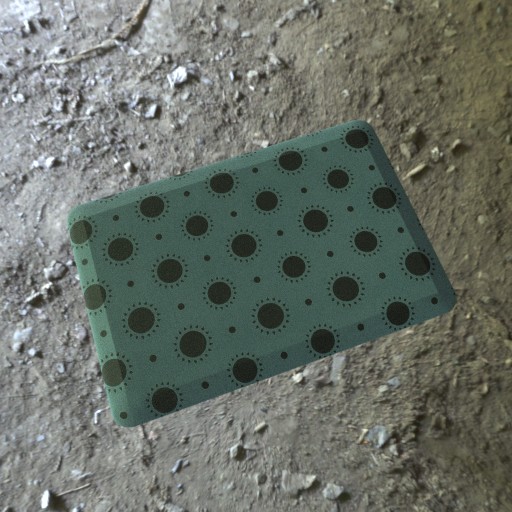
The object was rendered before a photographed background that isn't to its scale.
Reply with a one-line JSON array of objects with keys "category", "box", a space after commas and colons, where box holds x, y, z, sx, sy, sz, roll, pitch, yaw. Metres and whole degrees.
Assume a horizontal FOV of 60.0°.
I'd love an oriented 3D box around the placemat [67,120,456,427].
[{"category": "placemat", "box": [0.000, 0.000, 0.979, 0.762, 0.021, 0.508, -18, 73, -6]}]
